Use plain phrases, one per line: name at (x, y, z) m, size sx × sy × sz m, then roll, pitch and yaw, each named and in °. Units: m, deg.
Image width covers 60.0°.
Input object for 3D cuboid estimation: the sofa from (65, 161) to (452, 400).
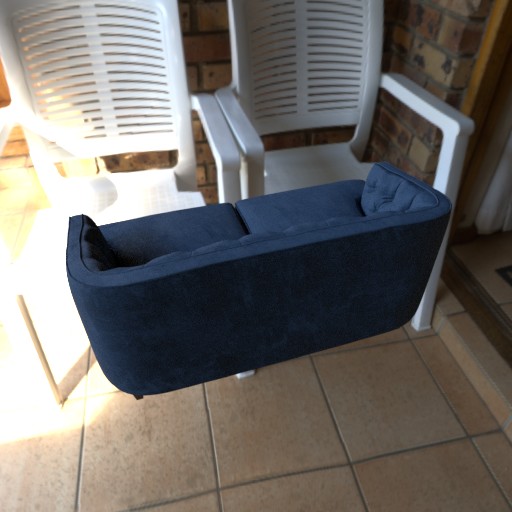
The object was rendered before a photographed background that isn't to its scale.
sofa at (0.000, 0.000, 2.295) m, size 1.733 × 0.854 × 0.941 m, roll -12°, pitch 42°, yaw -13°
